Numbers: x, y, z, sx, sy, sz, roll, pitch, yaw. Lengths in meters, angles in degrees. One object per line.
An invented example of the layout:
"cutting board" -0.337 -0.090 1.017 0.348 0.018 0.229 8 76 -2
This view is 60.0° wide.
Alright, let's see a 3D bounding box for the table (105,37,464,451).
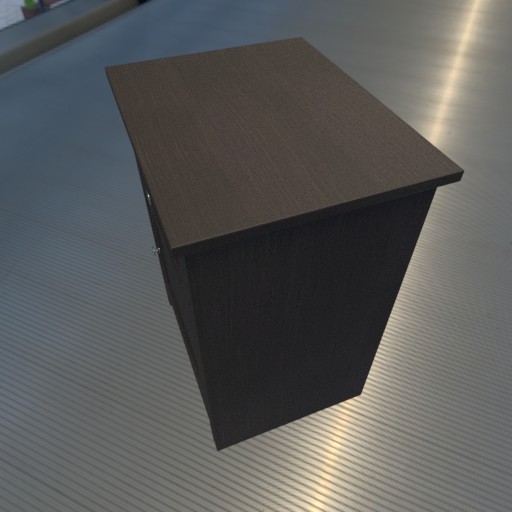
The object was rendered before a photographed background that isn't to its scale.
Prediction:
"table" 0.000 0.000 0.898 0.381 0.635 0.480 -16 48 -15
